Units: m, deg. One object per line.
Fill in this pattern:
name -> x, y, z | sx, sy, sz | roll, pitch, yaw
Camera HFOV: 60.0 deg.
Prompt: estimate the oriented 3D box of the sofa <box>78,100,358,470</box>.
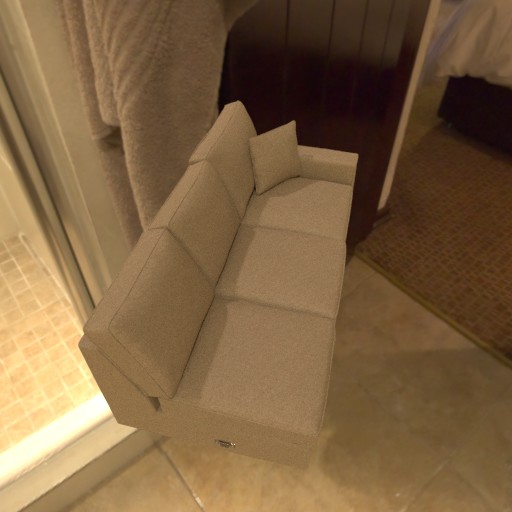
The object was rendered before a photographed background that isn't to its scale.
sofa -> 0.000, 0.000, 2.569 | 1.034, 0.946, 1.963 | 10, 45, 10
